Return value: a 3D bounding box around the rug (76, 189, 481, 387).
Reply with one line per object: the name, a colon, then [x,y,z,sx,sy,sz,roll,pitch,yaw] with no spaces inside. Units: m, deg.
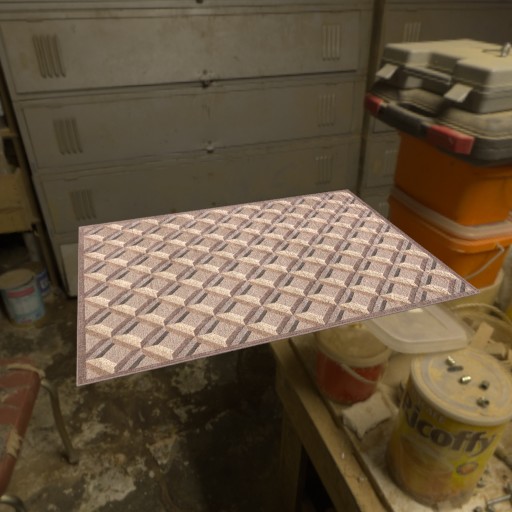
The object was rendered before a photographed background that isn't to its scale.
rug: [0.000,0.000,4.327,3.294,0.018,2.382,-10,33,-16]
